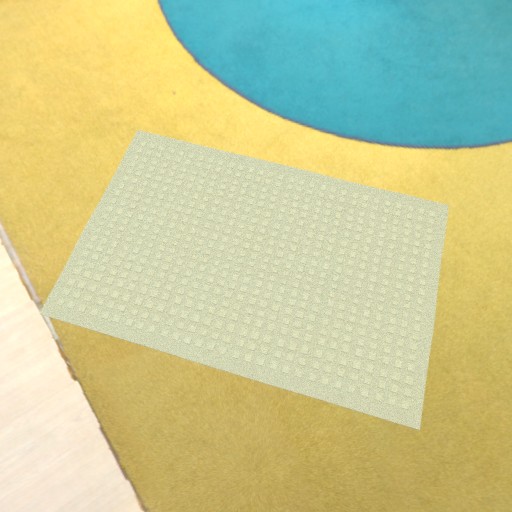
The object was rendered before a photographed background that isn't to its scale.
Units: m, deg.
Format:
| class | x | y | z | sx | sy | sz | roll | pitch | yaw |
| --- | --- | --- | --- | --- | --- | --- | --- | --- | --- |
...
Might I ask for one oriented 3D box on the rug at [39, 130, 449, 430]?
| class | x | y | z | sx | sy | sz | roll | pitch | yaw |
| --- | --- | --- | --- | --- | --- | --- | --- | --- | --- |
| rug | 0.000 | 0.000 | 2.166 | 1.747 | 0.006 | 1.143 | 15 | 65 | 7 |
